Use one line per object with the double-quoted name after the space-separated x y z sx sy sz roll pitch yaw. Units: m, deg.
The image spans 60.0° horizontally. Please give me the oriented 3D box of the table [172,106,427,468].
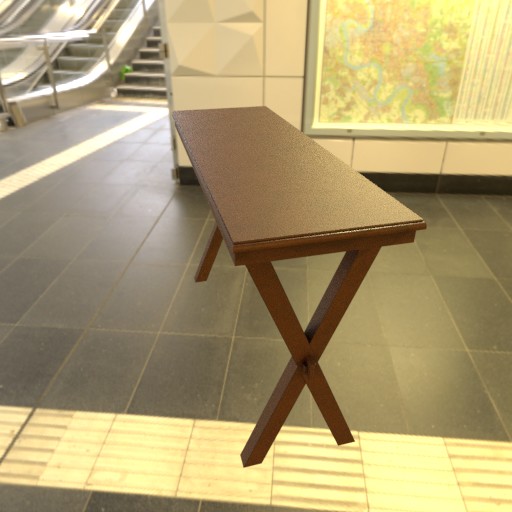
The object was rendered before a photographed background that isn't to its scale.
0.000 0.000 1.537 0.399 0.763 1.197 -7 31 -13 "table"
